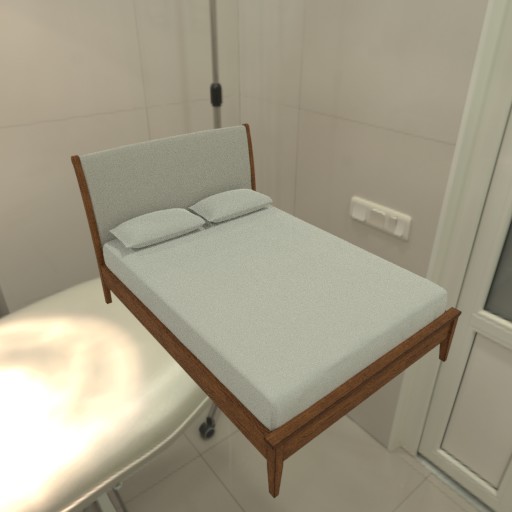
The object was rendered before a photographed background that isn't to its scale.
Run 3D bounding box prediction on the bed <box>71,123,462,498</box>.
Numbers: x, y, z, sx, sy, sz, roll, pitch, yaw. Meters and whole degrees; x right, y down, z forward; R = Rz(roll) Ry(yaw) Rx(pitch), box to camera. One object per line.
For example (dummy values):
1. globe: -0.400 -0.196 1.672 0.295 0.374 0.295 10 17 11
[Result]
1. bed: 0.000 0.000 2.888 1.502 1.135 2.108 -22 36 -33
